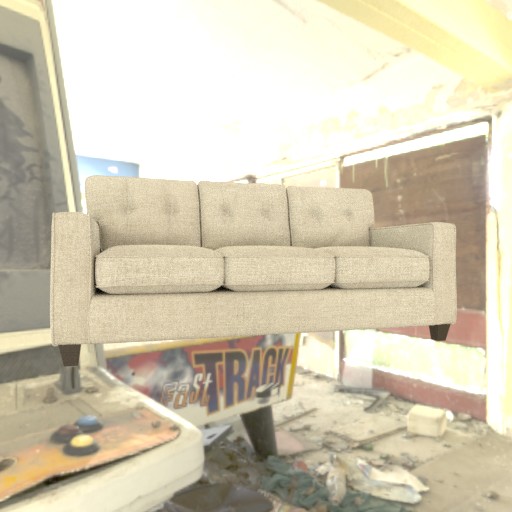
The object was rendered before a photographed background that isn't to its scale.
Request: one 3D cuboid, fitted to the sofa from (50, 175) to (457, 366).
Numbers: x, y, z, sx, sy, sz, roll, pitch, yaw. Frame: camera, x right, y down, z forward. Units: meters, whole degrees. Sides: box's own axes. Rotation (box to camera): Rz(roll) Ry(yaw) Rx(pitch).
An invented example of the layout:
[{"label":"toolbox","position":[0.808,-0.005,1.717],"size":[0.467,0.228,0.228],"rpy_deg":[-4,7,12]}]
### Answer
[{"label":"sofa","position":[0.000,0.000,2.620],"size":[2.133,0.965,0.939],"rpy_deg":[0,0,-17]}]
